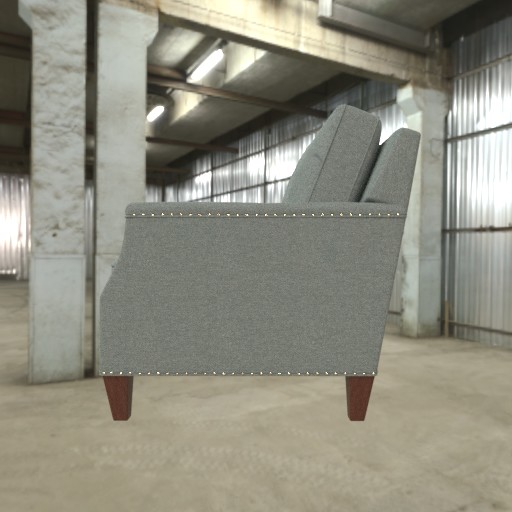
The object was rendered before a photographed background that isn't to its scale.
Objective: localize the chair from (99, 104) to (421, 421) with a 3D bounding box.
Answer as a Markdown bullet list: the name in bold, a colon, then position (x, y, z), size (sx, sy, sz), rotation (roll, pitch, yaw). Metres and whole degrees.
- **chair**: position (0.000, 0.000, 1.801), size (1.031, 1.031, 0.885), rotation (0, 1, 0)
